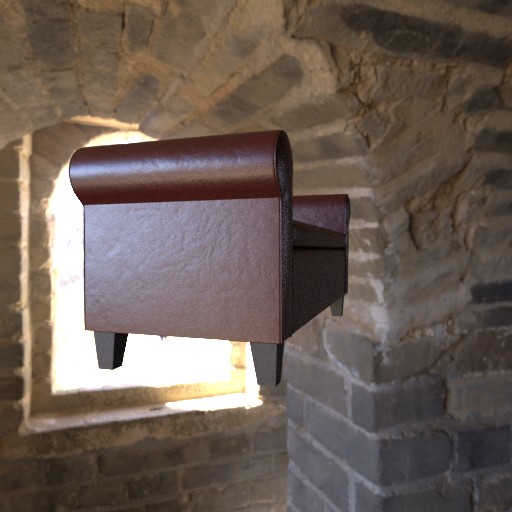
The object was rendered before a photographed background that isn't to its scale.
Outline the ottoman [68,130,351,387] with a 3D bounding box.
[{"bbox_3d":[0.000,0.000,1.545,0.521,0.547,1.256,0,1,18],"label":"ottoman"}]
